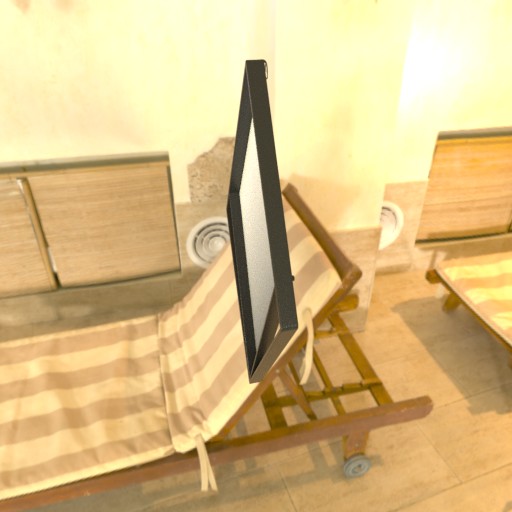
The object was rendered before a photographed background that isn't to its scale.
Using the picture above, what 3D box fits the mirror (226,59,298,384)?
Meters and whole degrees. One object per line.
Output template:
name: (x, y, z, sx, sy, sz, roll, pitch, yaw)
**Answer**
mirror: (0.000, 0.000, 0.830, 0.032, 0.679, 0.419, -8, 33, -12)
